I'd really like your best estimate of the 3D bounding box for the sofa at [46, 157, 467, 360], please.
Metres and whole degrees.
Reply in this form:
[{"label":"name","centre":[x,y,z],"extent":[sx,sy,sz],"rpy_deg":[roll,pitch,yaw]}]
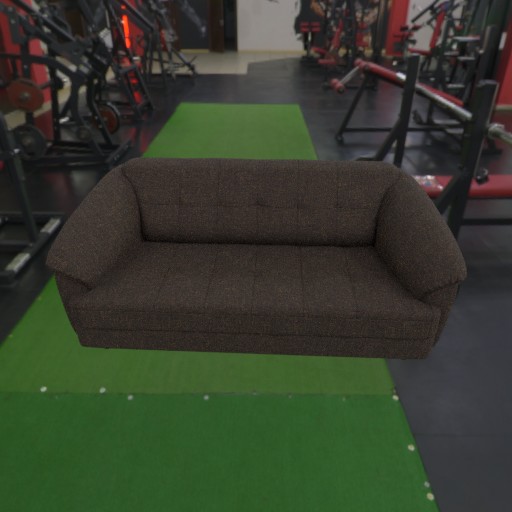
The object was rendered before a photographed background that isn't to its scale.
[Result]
[{"label":"sofa","centre":[0.000,0.000,2.295],"extent":[1.849,0.790,0.887],"rpy_deg":[2,31,3]}]
